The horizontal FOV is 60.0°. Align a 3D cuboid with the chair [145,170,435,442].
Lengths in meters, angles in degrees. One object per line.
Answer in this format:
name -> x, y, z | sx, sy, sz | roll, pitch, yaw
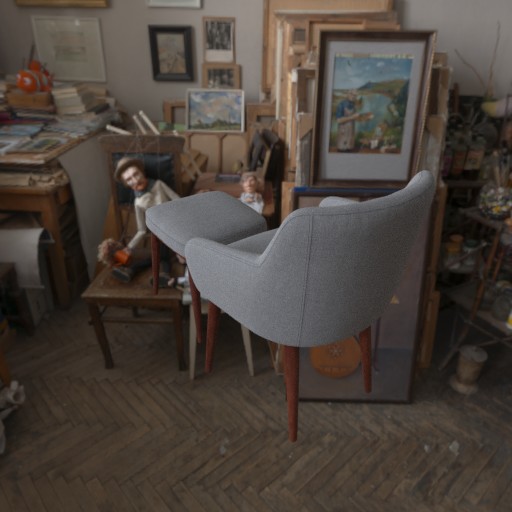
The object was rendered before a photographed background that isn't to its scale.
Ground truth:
chair -> 0.000, 0.000, 1.550 | 0.584, 0.799, 1.107 | -20, 35, -31
